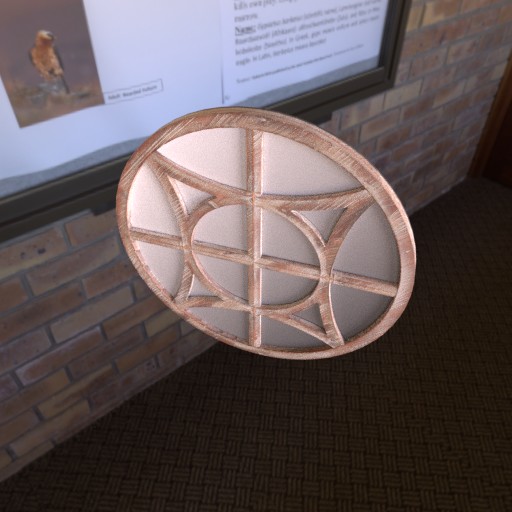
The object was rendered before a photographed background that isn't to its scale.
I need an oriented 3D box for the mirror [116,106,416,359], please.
[{"bbox_3d":[0.000,0.000,1.048,0.710,0.710,0.038,12,43,13],"label":"mirror"}]
